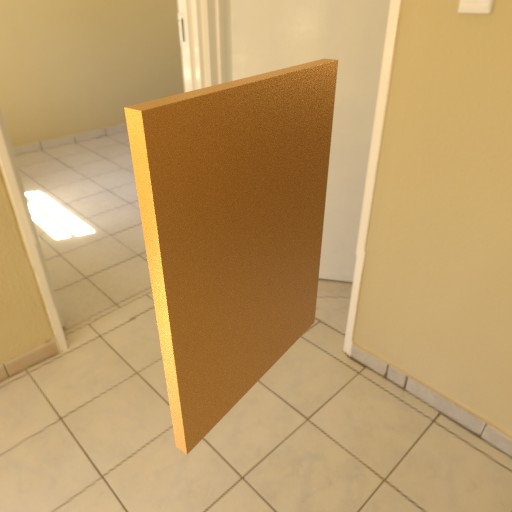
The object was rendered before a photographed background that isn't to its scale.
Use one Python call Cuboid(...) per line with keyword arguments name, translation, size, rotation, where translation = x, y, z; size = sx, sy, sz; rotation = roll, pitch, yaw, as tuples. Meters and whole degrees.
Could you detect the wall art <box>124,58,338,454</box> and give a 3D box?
Cuboid(name="wall art", translation=(0.000, 0.000, 1.073), size=(0.038, 0.812, 0.610), rotation=(21, 38, 30))
